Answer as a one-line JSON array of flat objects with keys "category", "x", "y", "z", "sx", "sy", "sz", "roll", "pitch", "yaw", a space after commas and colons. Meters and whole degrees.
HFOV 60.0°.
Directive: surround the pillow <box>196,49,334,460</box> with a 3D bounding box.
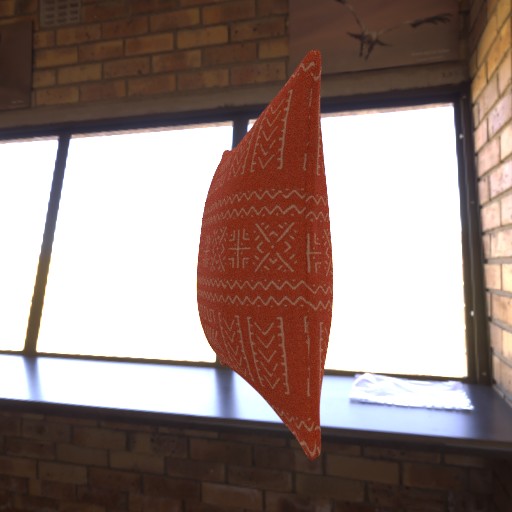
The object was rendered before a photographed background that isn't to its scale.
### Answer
[{"category": "pillow", "x": 0.000, "y": 0.000, "z": 0.667, "sx": 0.164, "sy": 0.429, "sz": 0.438, "roll": 0, "pitch": -1, "yaw": -17}]
